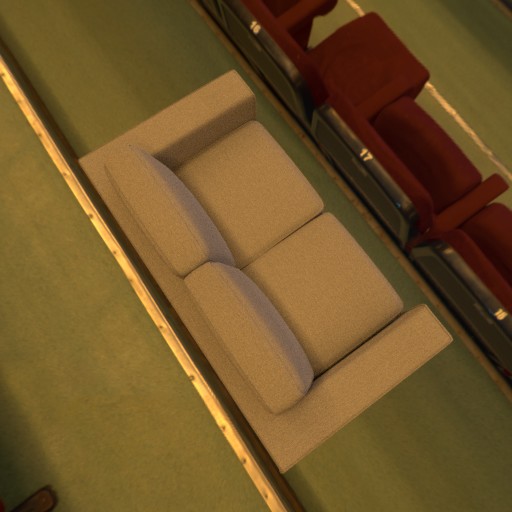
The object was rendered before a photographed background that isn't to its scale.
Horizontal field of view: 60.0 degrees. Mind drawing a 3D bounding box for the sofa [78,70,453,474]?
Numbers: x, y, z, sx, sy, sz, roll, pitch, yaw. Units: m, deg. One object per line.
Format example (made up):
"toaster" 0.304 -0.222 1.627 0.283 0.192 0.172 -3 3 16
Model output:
"sofa" 0.000 0.000 2.367 1.007 0.924 1.812 -34 77 -9
